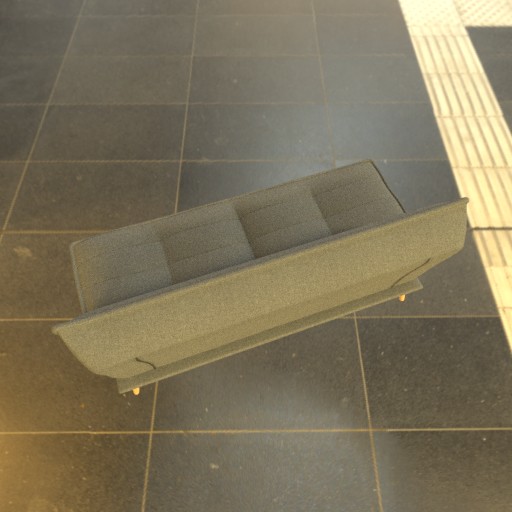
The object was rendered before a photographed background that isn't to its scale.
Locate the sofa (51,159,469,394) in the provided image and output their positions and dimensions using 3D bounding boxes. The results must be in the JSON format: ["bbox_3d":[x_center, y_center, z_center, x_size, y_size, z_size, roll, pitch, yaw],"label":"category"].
[{"bbox_3d":[0.000,0.000,2.433,1.940,0.890,0.950,-17,60,-10],"label":"sofa"}]
